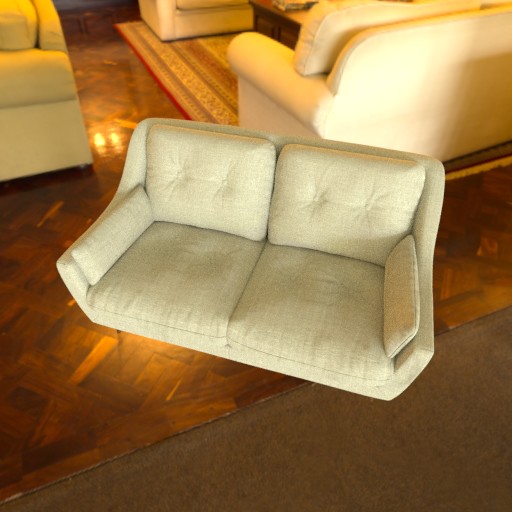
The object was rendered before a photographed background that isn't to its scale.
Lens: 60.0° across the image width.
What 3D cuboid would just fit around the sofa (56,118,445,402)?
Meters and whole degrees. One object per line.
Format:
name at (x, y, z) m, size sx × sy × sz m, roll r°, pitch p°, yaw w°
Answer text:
sofa at (0.000, 0.000, 2.193) m, size 1.652 × 0.888 × 0.965 m, roll 12°, pitch 43°, yaw 13°
